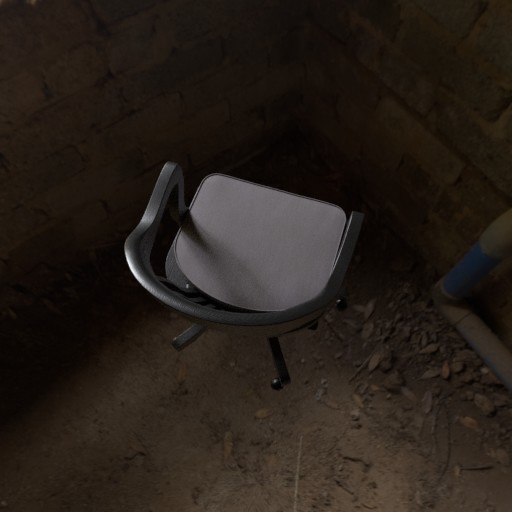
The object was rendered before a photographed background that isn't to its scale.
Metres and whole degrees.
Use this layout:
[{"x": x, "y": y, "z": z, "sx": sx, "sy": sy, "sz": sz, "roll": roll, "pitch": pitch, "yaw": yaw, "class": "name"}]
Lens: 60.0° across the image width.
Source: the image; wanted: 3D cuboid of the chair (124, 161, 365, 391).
[{"x": 0.000, "y": 0.000, "z": 1.510, "sx": 0.750, "sy": 0.878, "sz": 0.788, "roll": 16, "pitch": 64, "yaw": 8, "class": "chair"}]
